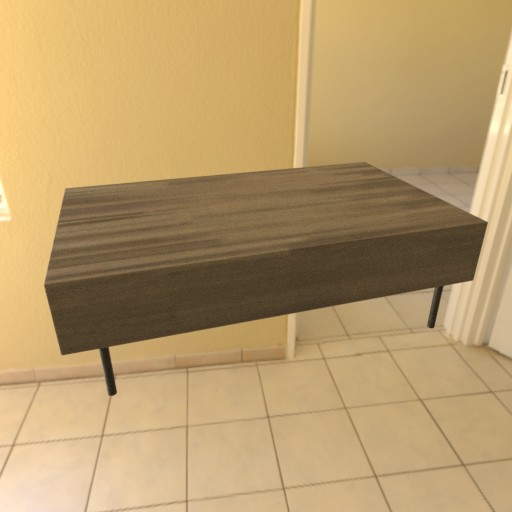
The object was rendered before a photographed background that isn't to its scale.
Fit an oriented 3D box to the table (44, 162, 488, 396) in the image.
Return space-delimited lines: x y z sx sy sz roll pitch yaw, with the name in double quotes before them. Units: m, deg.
"table" 0.000 0.000 1.378 1.088 0.347 0.643 -8 28 -16
